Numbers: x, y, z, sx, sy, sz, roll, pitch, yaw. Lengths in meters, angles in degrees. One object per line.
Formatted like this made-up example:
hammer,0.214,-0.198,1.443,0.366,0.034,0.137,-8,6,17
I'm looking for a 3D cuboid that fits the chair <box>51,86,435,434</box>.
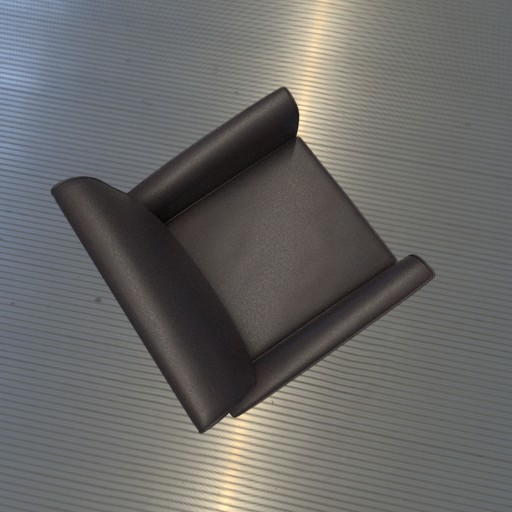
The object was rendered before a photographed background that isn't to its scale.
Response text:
chair,0.000,0.000,1.564,0.819,0.916,0.820,-34,78,-8
